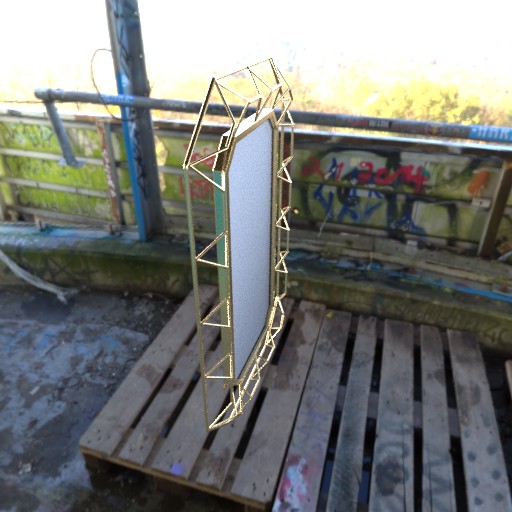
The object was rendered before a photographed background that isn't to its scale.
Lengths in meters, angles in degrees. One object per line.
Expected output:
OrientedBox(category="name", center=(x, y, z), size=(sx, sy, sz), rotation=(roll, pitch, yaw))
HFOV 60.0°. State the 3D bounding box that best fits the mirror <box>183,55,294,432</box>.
OrientedBox(category="mirror", center=(0.000, 0.000, 1.090), size=(0.051, 0.870, 0.572), rotation=(10, 32, 16))
